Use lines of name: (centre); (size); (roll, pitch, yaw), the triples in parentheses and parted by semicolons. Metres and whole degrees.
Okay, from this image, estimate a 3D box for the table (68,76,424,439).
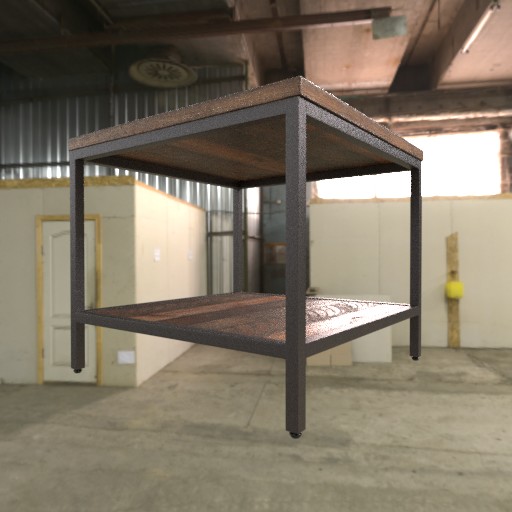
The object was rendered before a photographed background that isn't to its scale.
table: (0.000, 0.000, 0.966); (0.553, 0.482, 0.548); (1, 1, 37)
